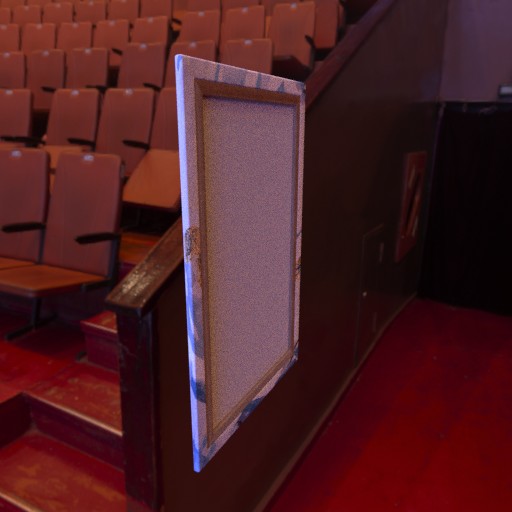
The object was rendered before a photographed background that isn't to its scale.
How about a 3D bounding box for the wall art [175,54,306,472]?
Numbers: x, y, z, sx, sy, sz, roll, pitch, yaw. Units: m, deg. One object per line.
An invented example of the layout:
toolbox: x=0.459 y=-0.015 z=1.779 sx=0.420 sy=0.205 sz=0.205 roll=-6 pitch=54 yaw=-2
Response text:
wall art: x=0.000 y=0.000 z=1.186 sx=0.016 sy=0.914 sz=0.610 roll=8 pitch=18 yaw=27
